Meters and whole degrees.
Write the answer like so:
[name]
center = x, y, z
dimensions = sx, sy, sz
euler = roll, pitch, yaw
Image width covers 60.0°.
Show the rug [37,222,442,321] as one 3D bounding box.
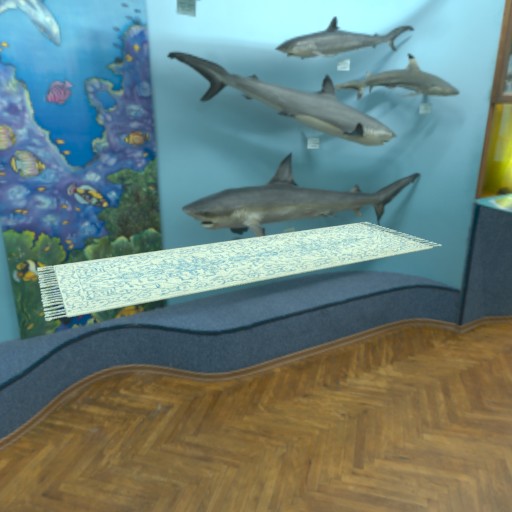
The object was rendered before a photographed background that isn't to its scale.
[rug]
center = 0.000, 0.000, 2.765
dimensions = 2.449, 0.011, 0.774
euler = -9, 20, -26
